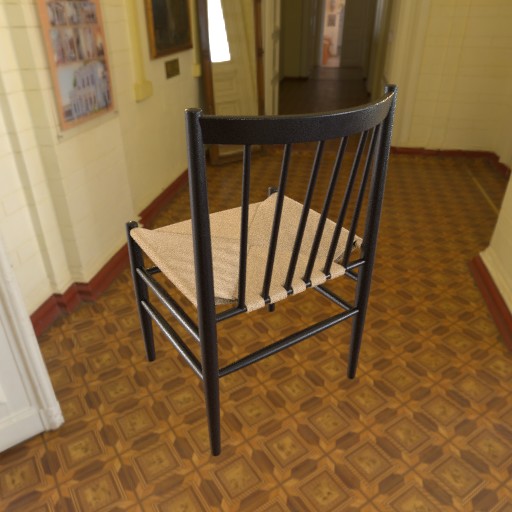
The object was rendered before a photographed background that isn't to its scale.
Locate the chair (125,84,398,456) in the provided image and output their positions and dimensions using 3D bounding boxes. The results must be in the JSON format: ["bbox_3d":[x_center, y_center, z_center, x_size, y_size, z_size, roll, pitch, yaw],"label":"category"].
[{"bbox_3d":[0.000,0.000,1.120,0.495,0.818,0.516,-18,34,-29],"label":"chair"}]
